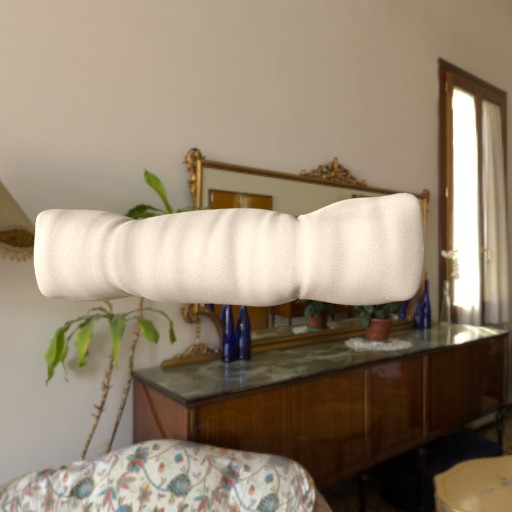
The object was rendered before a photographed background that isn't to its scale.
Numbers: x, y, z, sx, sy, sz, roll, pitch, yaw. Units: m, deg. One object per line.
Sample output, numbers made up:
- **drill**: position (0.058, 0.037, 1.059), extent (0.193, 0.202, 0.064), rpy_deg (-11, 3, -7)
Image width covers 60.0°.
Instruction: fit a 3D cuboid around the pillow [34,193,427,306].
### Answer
- **pillow**: position (0.000, 0.000, 0.722), extent (0.490, 0.128, 0.468), rpy_deg (0, -1, 17)
